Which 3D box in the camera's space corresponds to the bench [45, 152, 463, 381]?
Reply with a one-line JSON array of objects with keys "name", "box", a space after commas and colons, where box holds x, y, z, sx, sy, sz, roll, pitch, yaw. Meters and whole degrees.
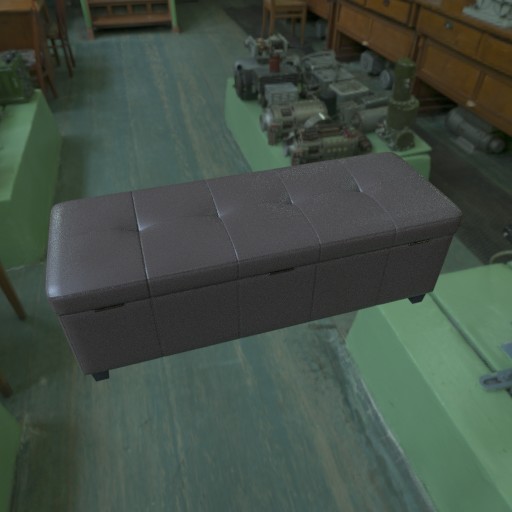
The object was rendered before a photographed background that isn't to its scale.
[{"name": "bench", "box": [0.000, 0.000, 1.491, 1.219, 0.417, 0.450, -11, 42, -13]}]
